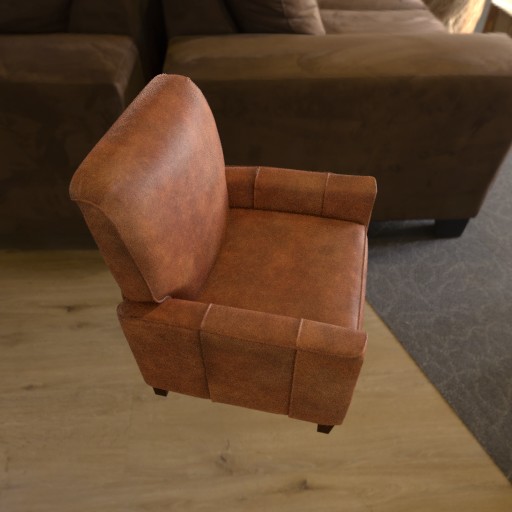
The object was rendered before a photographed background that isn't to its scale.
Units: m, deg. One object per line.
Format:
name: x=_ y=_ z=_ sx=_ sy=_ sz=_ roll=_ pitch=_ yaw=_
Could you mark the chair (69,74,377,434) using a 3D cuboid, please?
chair: x=0.000 y=0.000 z=1.614 sx=0.836 sy=1.043 sz=0.843 roll=9 pitch=48 yaw=9
